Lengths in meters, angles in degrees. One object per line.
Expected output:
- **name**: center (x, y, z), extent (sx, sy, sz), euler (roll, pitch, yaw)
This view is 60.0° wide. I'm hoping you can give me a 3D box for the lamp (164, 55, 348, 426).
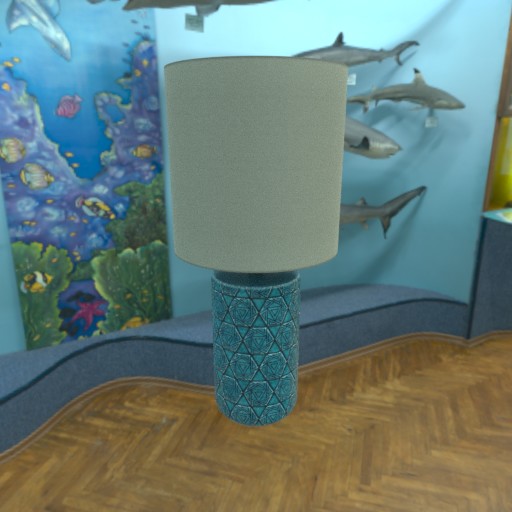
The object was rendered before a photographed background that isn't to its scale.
- **lamp**: center (0.000, 0.000, 0.765), extent (0.278, 0.597, 0.278), euler (-8, 18, -26)
